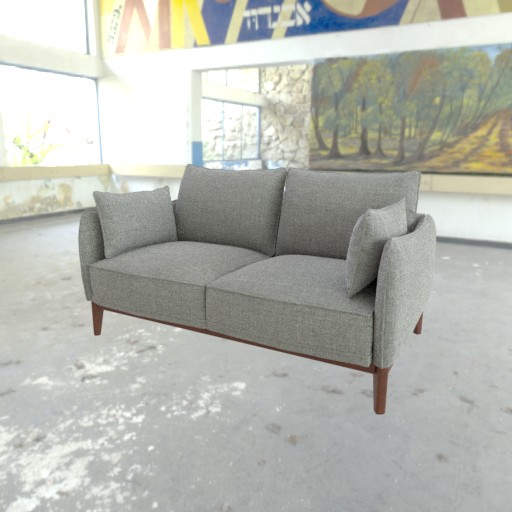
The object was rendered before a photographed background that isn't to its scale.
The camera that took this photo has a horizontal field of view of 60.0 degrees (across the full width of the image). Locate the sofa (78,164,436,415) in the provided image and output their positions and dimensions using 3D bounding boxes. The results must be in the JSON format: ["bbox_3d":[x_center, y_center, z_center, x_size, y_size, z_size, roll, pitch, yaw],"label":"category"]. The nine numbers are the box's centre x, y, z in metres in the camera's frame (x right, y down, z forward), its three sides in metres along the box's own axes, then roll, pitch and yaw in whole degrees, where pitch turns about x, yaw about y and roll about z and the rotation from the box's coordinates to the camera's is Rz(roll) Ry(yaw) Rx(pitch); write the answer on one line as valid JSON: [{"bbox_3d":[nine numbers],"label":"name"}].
[{"bbox_3d":[0.000,0.000,2.199,1.580,0.851,0.972,7,16,28],"label":"sofa"}]
